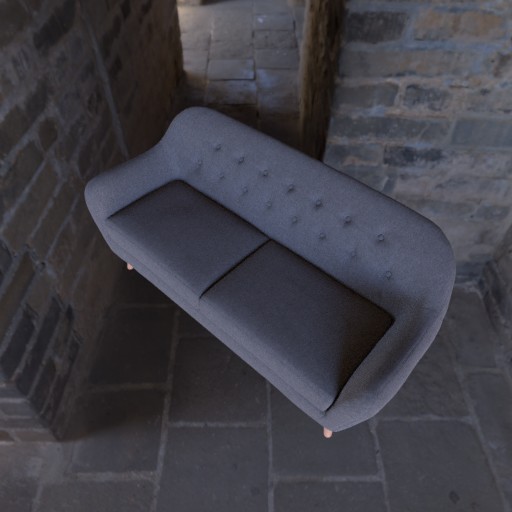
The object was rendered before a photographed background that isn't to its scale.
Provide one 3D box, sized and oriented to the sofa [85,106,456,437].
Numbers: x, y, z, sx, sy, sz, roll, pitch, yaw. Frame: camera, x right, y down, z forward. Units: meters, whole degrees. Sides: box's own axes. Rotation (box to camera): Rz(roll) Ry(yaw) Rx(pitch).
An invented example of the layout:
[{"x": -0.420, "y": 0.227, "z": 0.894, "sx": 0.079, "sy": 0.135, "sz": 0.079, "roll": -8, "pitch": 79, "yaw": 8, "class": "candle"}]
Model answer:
[{"x": 0.000, "y": 0.000, "z": 2.264, "sx": 1.840, "sy": 0.820, "sz": 0.820, "roll": 34, "pitch": 56, "yaw": 27, "class": "sofa"}]
